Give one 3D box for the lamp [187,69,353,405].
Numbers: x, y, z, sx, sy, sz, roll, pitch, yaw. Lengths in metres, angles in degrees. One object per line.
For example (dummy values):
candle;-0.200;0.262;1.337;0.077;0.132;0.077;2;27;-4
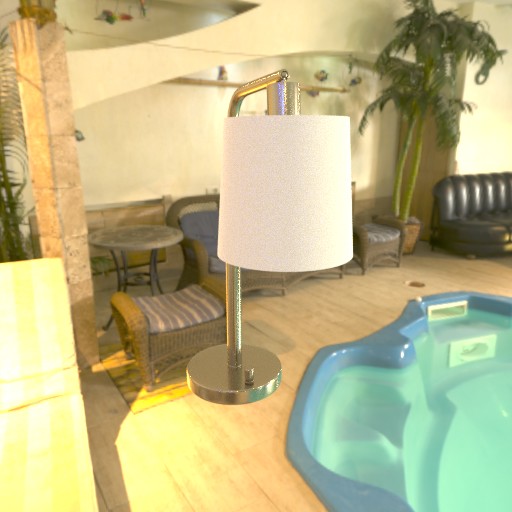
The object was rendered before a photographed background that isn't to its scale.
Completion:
lamp;0.000;0.000;0.644;0.171;0.489;0.333;-8;17;-26
